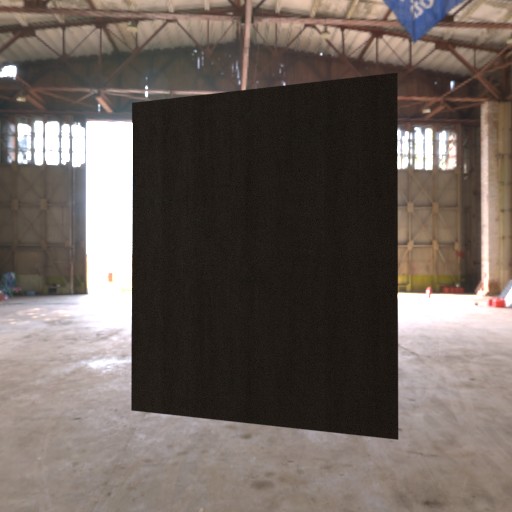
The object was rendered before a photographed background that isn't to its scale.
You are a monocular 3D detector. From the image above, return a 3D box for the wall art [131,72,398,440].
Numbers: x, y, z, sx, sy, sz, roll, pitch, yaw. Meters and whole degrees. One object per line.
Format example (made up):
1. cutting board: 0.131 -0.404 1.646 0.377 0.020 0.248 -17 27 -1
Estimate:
1. wall art: 0.000 0.000 0.747 0.455 0.552 0.034 0 0 16
